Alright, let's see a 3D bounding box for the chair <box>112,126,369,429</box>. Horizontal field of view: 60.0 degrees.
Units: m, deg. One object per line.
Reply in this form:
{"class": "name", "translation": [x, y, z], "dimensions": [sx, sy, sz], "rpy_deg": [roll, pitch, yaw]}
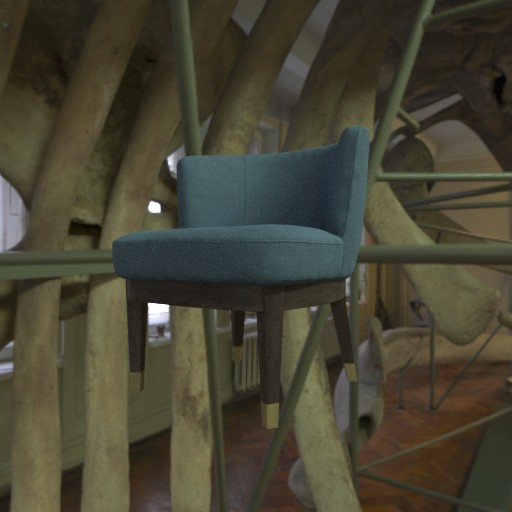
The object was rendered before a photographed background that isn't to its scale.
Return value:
{"class": "chair", "translation": [0.000, 0.000, 1.327], "dimensions": [0.661, 0.760, 0.702], "rpy_deg": [0, 0, 36]}
